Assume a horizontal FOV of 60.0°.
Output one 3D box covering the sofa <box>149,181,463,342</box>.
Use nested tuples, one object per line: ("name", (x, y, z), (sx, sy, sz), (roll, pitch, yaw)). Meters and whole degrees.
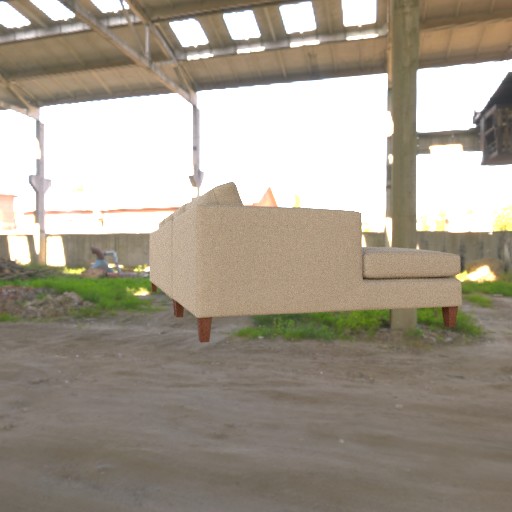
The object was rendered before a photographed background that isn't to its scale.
("sofa", (0.000, 0.000, 3.926), (1.625, 0.846, 3.186), (0, 0, -17))
